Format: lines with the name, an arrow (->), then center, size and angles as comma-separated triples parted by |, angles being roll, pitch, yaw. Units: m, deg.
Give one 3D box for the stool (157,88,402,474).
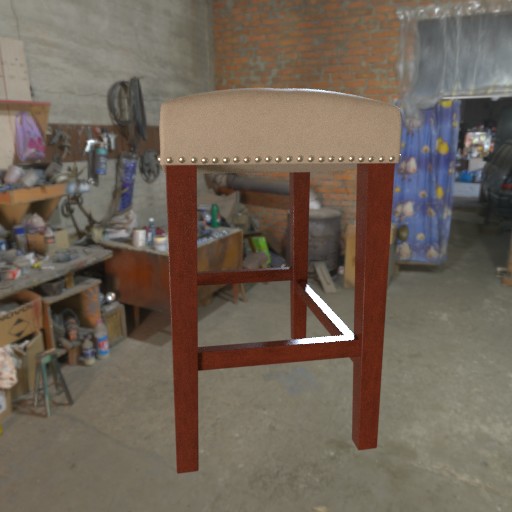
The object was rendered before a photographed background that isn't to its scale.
stool -> 0.000, 0.000, 0.950 | 0.375, 0.632, 0.509 | -3, 15, -10
